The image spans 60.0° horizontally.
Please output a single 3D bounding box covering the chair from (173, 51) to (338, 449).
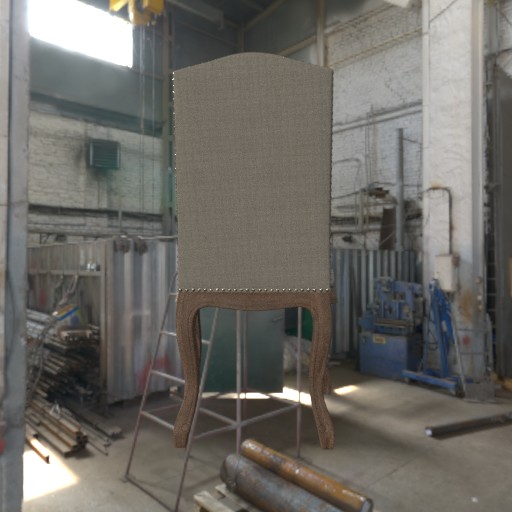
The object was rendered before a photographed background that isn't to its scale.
[{"bbox_3d":[0.000,0.000,1.637,0.637,1.191,0.731,0,-1,2],"label":"chair"}]
